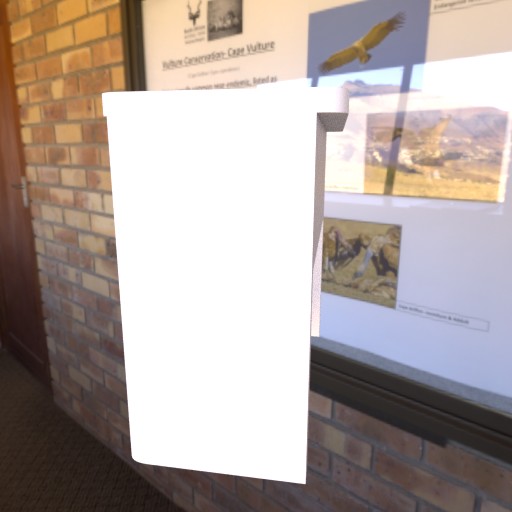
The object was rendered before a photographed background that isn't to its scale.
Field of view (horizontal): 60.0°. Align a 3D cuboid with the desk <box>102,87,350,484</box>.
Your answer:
[{"bbox_3d":[0.000,0.000,1.212,0.446,0.760,0.790,2,14,10],"label":"desk"}]
